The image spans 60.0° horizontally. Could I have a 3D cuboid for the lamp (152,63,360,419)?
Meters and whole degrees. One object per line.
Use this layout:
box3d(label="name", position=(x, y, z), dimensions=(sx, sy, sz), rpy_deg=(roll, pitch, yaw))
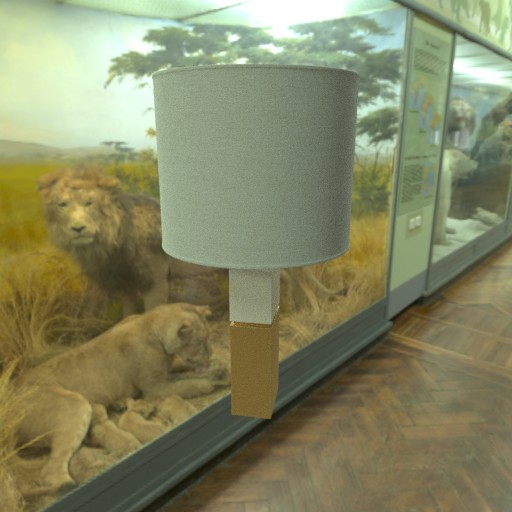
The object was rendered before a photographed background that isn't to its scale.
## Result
box3d(label="lamp", position=(0.000, 0.000, 0.556), dimensions=(0.229, 0.417, 0.229), rpy_deg=(3, 16, 10))
